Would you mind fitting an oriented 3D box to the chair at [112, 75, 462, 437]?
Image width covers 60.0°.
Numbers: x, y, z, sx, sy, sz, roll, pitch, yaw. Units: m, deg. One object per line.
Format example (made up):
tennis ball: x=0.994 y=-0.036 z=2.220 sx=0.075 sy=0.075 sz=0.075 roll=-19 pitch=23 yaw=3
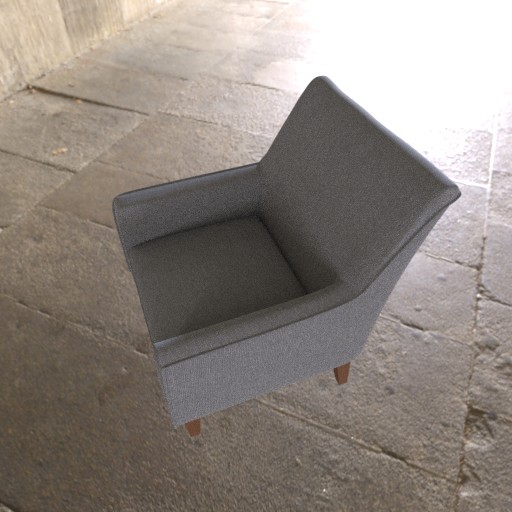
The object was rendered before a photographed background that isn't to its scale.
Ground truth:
chair: x=0.000 y=0.000 z=1.614 sx=0.899 sy=0.919 sz=0.780 roll=-16 pitch=47 yaw=-15
